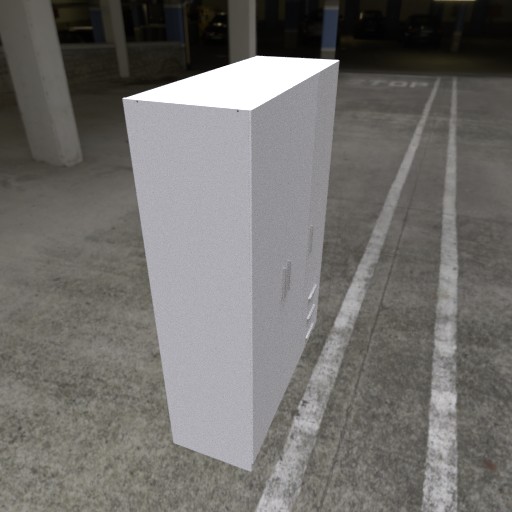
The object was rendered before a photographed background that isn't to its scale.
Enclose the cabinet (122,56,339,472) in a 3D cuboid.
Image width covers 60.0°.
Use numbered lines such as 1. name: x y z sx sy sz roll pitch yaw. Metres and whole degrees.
1. cabinet: 0.000 0.000 2.501 0.510 1.910 1.290 12 33 19
